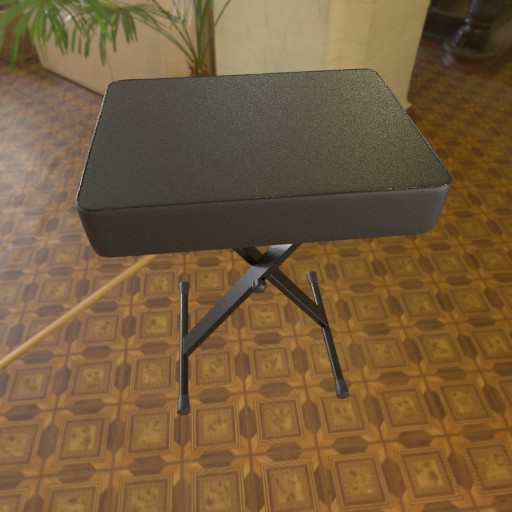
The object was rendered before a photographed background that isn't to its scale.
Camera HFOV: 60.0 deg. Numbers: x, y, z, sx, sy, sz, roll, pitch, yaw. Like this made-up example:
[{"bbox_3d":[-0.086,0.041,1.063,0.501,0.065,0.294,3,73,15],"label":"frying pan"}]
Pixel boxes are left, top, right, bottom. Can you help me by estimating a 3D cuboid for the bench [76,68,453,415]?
[{"bbox_3d":[0.000,0.000,0.768,0.424,0.500,0.321,-4,46,-4],"label":"bench"}]
